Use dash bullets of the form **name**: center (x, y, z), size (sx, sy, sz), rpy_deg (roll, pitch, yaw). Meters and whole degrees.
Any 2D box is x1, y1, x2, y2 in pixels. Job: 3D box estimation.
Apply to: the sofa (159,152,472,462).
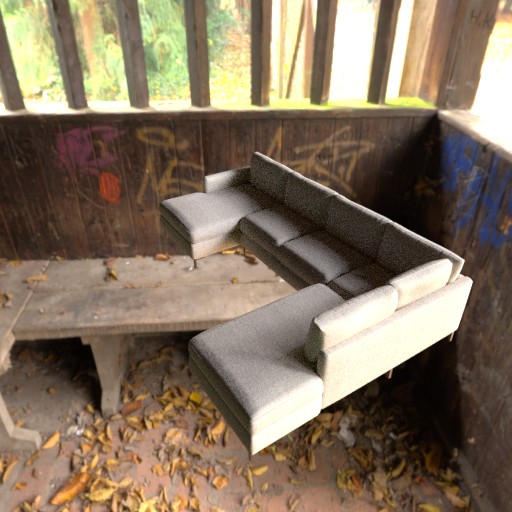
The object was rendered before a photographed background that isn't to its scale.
- **sofa**: center (0.000, 0.000, 3.686), size (1.879, 0.756, 2.737), rpy_deg (-19, 37, -28)
